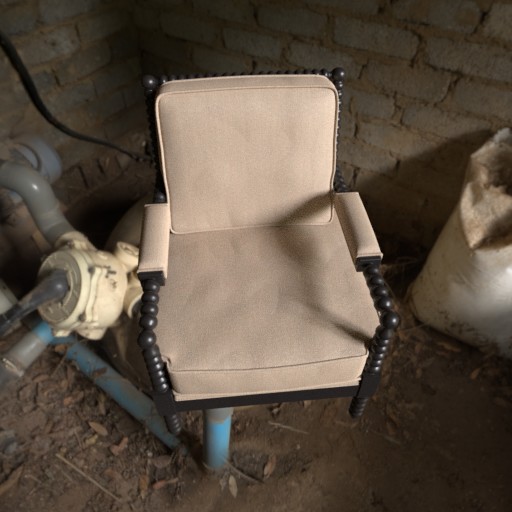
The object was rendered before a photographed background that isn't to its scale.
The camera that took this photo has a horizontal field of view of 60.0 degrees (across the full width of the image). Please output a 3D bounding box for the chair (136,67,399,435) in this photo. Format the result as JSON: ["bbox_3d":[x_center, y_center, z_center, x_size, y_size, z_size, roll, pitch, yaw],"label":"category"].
[{"bbox_3d":[0.000,0.000,1.149,0.555,0.703,0.657,-4,46,-4],"label":"chair"}]
